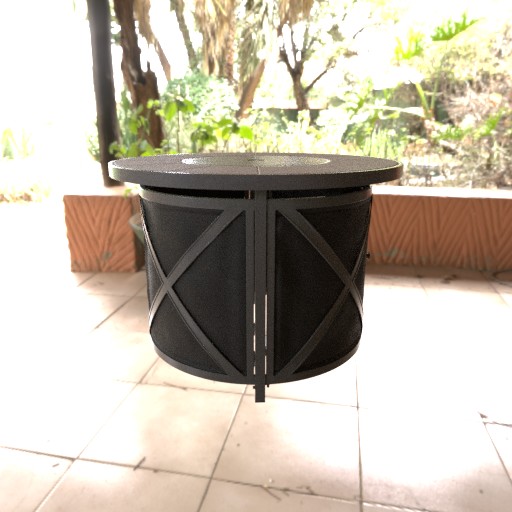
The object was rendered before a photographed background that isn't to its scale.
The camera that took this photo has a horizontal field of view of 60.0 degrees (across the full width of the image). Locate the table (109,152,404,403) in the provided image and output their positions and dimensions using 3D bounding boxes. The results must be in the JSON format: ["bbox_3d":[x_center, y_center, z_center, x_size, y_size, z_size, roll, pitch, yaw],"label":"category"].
[{"bbox_3d":[0.000,0.000,1.533,0.914,0.650,0.914,0,16,0],"label":"table"}]
